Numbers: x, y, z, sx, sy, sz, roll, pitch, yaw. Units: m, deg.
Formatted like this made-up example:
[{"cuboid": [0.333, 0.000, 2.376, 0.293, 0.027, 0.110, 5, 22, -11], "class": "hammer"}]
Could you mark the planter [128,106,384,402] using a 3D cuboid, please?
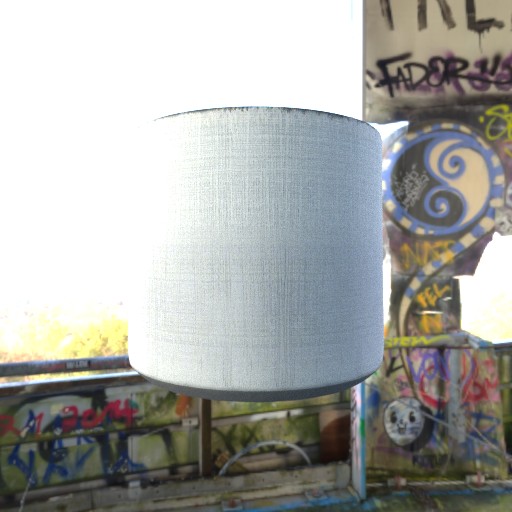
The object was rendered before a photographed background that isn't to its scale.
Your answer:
[{"cuboid": [0.000, 0.000, 0.397, 0.221, 0.201, 0.221, 0, 1, 0], "class": "planter"}]
